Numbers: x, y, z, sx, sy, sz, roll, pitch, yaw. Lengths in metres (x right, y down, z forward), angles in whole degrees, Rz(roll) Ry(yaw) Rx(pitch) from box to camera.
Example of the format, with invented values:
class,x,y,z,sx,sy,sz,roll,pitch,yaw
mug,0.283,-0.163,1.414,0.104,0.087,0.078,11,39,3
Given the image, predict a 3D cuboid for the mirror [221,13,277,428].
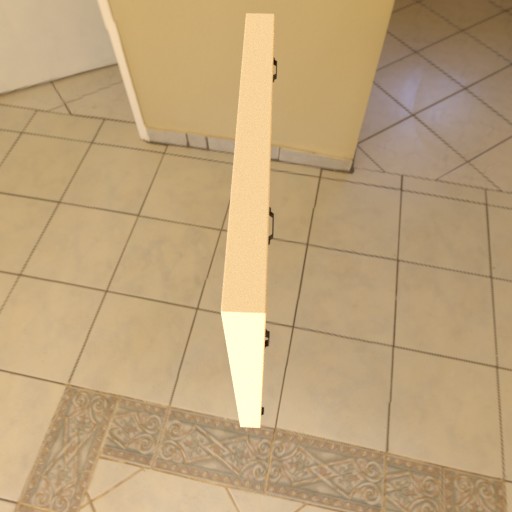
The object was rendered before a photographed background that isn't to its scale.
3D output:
class,x,y,z,sx,sy,sz,roll,pitch,yaw
mirror,0.000,0.000,0.670,0.041,0.508,0.405,2,59,1
